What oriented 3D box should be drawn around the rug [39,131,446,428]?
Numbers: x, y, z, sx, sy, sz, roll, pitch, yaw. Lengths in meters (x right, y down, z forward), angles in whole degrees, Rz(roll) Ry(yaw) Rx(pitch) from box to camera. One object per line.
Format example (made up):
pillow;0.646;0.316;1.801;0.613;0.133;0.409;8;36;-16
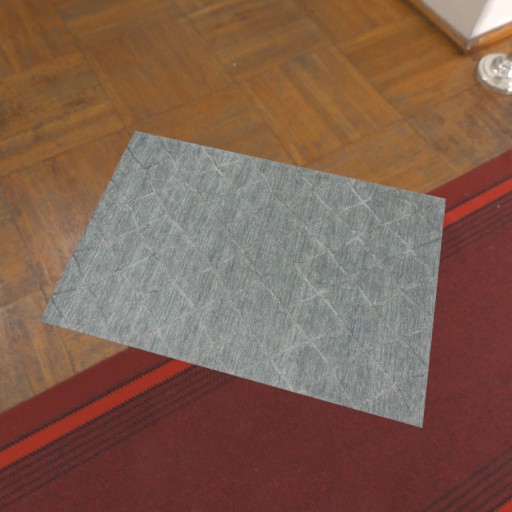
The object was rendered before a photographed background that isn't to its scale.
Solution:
rug;0.000;0.000;2.852;2.283;0.006;1.521;14;65;7
